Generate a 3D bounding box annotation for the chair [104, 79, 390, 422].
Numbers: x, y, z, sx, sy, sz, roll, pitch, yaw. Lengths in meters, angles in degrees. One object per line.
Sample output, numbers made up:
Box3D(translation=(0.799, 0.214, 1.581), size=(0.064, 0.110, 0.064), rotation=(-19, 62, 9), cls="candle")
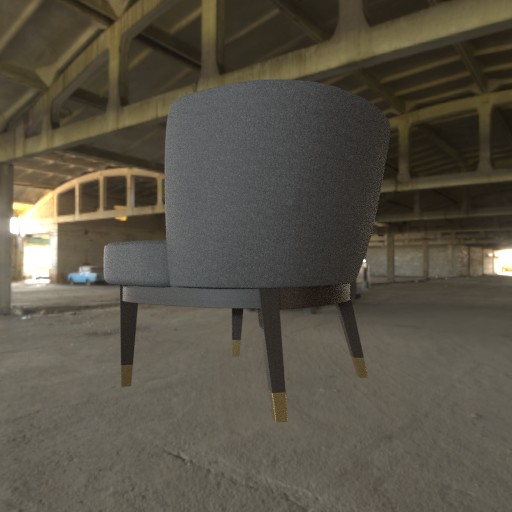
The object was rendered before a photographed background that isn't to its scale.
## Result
Box3D(translation=(0.000, 0.000, 1.232), size=(0.698, 0.695, 0.639), rotation=(-1, -1, 36), cls="chair")
